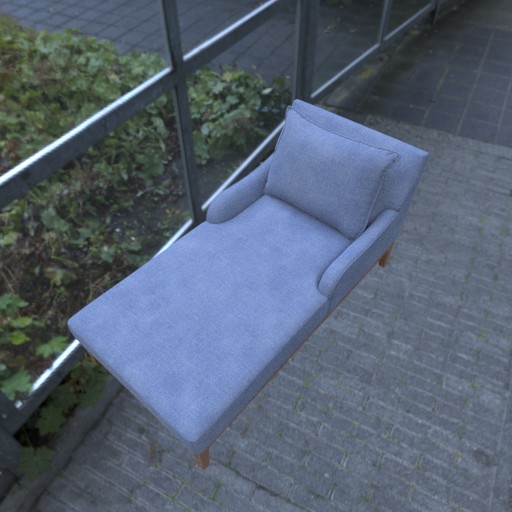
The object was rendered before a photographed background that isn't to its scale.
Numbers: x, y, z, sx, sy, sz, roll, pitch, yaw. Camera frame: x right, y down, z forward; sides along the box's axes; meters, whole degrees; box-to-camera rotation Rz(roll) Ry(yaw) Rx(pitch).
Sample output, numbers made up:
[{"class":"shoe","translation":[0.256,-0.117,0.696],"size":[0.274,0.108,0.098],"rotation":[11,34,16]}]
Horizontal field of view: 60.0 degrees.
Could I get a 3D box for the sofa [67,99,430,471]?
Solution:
[{"class":"sofa","translation":[0.000,0.000,2.332],"size":[0.904,0.883,1.779],"rotation":[33,55,26]}]
